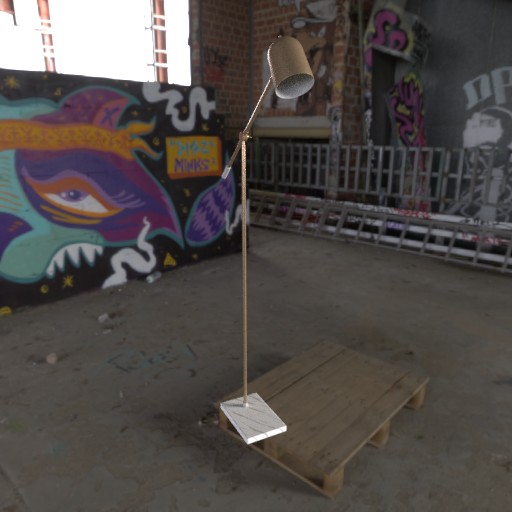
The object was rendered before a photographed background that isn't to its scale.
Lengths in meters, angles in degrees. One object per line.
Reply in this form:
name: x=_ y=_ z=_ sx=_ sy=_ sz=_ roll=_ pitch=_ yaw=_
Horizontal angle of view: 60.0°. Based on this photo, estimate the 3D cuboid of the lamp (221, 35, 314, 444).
lamp: x=0.000 y=0.000 z=1.820 sx=0.194 sy=1.594 sz=0.653 roll=-8 pitch=17 yaw=-26
